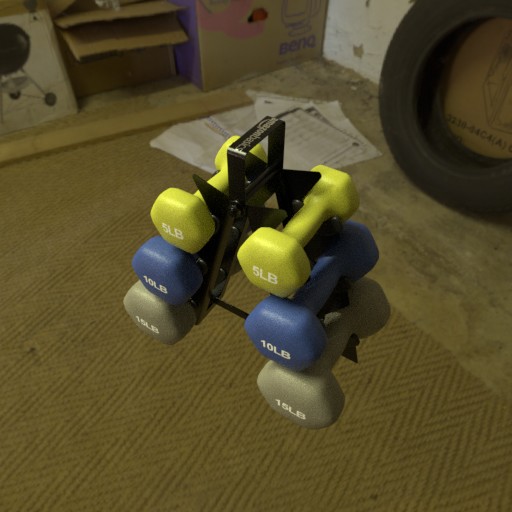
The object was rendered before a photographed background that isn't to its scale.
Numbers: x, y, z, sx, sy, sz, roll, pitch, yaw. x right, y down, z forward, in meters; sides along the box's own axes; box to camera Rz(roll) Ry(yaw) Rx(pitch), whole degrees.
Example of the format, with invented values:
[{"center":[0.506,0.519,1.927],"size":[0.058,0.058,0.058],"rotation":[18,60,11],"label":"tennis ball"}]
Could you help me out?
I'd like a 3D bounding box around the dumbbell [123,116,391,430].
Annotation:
[{"center":[0.000,0.000,0.684],"size":[0.416,0.426,0.261],"rotation":[25,51,22],"label":"dumbbell"}]
